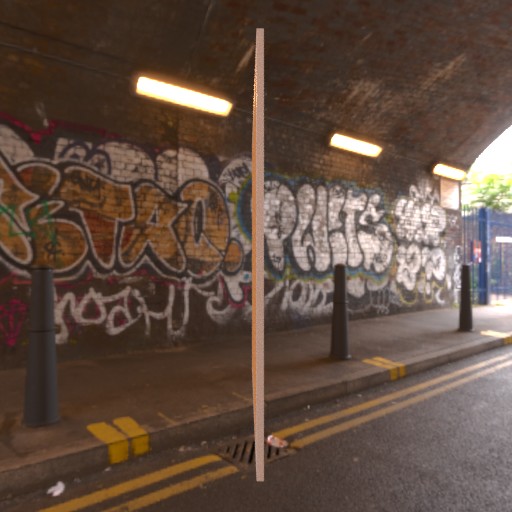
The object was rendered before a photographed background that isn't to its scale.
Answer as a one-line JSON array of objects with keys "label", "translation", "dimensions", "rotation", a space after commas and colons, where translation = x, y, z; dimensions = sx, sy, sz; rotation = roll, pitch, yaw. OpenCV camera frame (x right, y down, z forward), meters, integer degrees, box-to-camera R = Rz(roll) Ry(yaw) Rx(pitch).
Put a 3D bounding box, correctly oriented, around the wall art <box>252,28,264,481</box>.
[{"label": "wall art", "translation": [0.000, 0.000, 1.201], "dimensions": [0.013, 0.813, 0.812], "rotation": [0, -1, -1]}]
